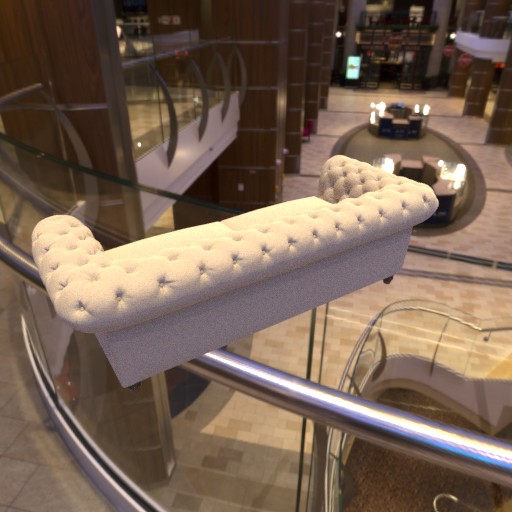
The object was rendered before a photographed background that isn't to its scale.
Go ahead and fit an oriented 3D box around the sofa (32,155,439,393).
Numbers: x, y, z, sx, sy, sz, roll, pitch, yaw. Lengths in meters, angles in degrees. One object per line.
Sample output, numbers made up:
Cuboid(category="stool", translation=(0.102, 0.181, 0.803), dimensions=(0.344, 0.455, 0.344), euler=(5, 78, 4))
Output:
Cuboid(category="sofa", translation=(0.000, 0.000, 3.111), dimensions=(2.694, 0.847, 1.076), euler=(-18, 34, -28))
